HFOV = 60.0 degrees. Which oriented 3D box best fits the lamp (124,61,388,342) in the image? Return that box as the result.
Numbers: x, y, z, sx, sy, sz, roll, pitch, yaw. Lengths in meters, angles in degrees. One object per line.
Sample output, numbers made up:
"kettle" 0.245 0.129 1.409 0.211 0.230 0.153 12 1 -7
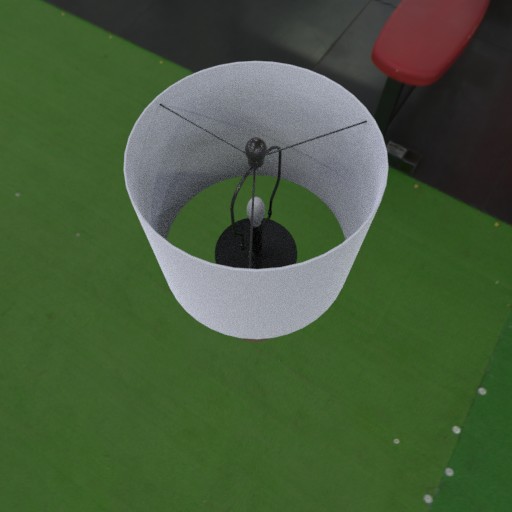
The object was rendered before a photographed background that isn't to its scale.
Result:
"lamp" 0.000 0.000 0.751 0.304 0.573 0.304 32 68 15
